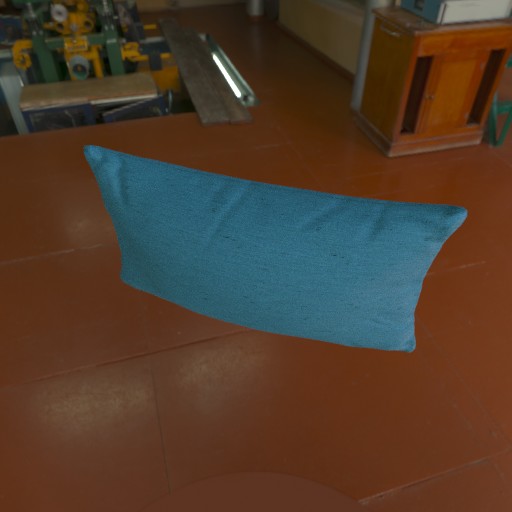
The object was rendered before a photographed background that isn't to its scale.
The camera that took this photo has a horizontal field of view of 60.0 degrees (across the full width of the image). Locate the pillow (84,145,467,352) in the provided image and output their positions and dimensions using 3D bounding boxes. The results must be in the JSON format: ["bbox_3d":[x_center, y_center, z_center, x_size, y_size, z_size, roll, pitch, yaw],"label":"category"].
[{"bbox_3d":[0.000,0.000,0.805,0.633,0.338,0.210,12,44,13],"label":"pillow"}]
